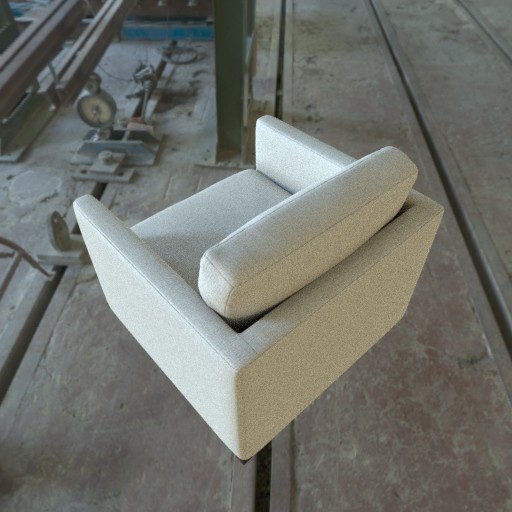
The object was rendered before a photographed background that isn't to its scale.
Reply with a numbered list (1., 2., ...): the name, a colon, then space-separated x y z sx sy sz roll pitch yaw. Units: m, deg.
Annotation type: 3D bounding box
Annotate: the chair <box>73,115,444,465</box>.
1. chair: 0.000 0.000 1.747 0.996 0.919 0.959 -33 54 -28
